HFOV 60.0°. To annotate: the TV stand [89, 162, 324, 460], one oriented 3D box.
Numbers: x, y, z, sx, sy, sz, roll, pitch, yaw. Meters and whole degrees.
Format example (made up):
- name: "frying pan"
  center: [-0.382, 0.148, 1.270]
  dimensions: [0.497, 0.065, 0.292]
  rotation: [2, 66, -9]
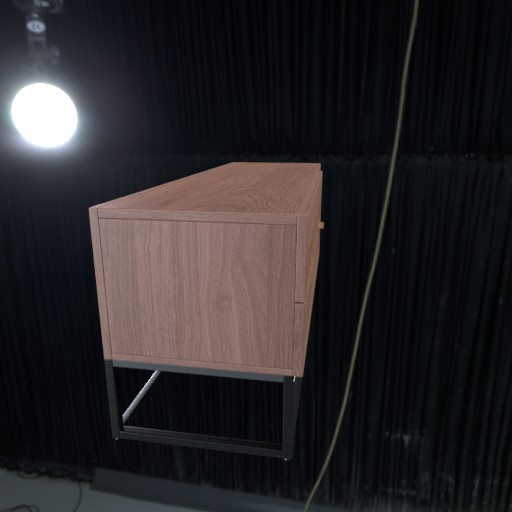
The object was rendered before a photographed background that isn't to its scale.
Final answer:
- name: "TV stand"
  center: [0.000, 0.000, 1.414]
  dimensions: [0.415, 0.500, 1.200]
  rotation: [3, 16, 9]
